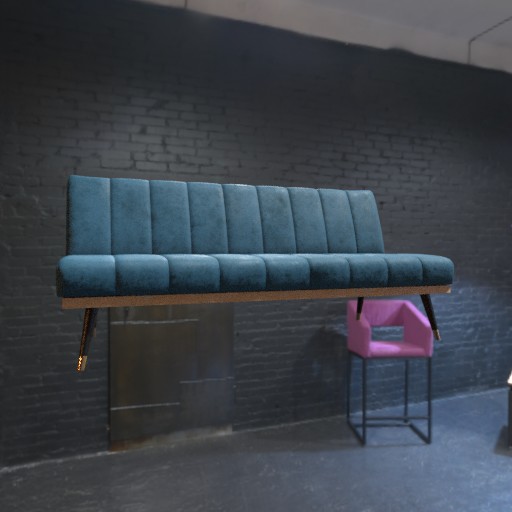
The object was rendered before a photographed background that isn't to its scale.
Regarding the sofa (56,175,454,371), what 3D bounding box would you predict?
[{"bbox_3d":[0.000,0.000,2.258,1.810,0.825,0.830,0,1,-20],"label":"sofa"}]
